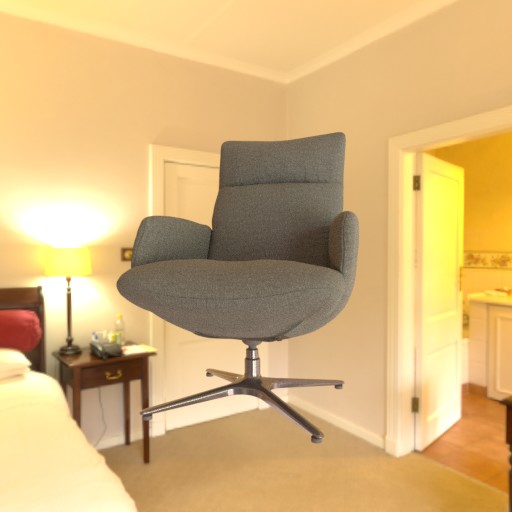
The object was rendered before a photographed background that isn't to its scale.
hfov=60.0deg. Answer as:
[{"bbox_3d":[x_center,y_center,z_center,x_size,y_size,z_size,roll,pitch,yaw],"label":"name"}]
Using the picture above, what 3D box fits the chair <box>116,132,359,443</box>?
[{"bbox_3d":[0.000,0.000,1.527,0.702,0.984,0.831,0,1,18],"label":"chair"}]
